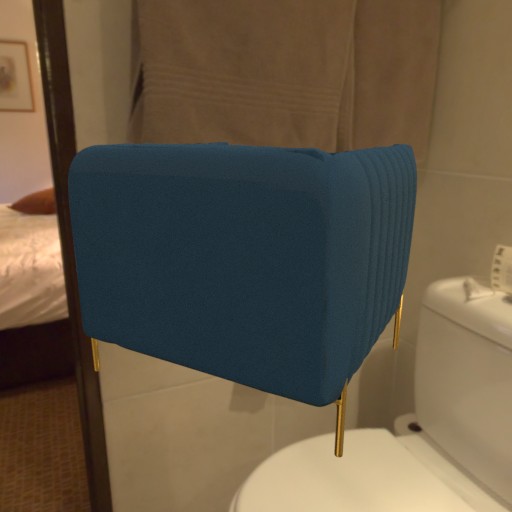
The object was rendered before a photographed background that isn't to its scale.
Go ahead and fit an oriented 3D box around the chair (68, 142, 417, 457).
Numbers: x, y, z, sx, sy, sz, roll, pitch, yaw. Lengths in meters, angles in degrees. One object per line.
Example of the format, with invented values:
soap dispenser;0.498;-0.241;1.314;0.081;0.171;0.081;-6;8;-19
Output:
chair;0.000;0.000;1.583;0.947;0.793;0.877;8;18;28
